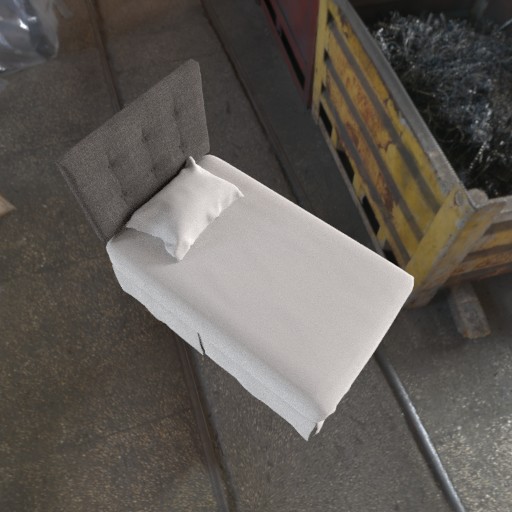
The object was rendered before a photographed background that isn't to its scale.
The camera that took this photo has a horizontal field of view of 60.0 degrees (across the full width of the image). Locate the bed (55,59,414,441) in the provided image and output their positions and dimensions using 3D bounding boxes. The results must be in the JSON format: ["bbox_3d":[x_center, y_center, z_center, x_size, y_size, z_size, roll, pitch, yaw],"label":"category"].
[{"bbox_3d":[0.000,0.000,3.050,1.997,1.571,1.261,34,65,18],"label":"bed"}]
